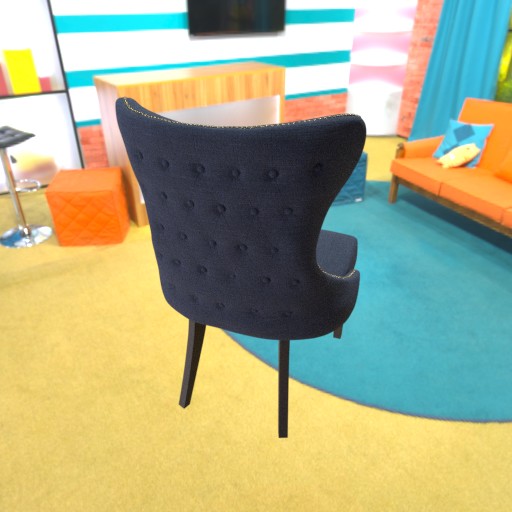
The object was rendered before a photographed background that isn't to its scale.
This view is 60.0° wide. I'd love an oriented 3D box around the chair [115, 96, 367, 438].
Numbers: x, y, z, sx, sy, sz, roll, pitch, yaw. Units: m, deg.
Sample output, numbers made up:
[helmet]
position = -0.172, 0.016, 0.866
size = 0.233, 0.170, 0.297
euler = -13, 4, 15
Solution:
[chair]
position = 0.000, 0.000, 1.354
size = 0.628, 0.967, 0.635
euler = 10, 32, 17
